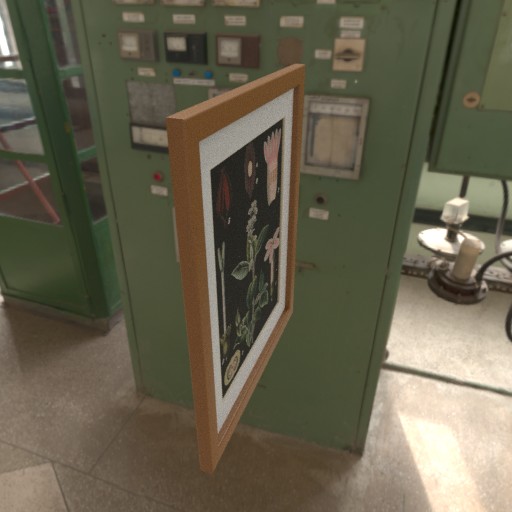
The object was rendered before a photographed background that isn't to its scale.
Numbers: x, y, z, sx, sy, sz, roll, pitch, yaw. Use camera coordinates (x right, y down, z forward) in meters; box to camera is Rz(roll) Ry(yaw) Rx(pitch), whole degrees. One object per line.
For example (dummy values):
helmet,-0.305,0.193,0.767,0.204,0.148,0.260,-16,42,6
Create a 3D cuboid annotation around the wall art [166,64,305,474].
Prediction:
wall art,0.000,0.000,0.747,0.021,0.550,0.449,11,32,18
